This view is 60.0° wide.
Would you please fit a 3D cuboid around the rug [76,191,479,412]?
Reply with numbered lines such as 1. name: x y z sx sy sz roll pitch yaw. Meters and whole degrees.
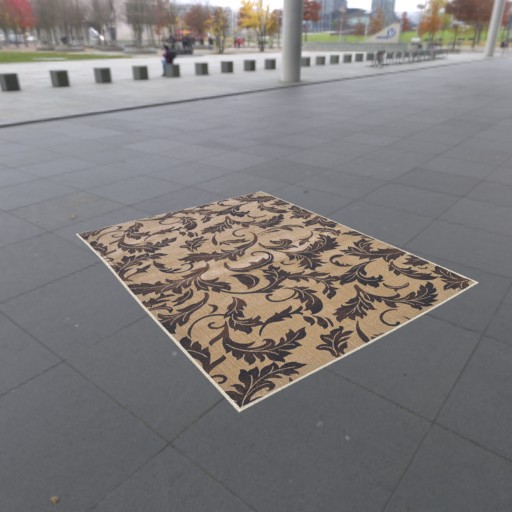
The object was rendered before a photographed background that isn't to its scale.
1. rug: 0.000 0.000 4.067 2.380 0.008 2.977 -18 32 -32
